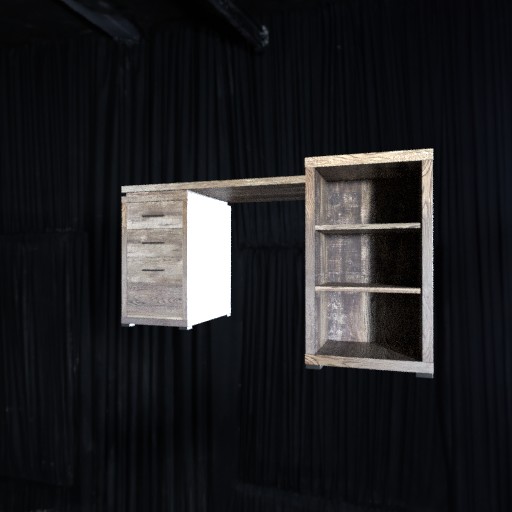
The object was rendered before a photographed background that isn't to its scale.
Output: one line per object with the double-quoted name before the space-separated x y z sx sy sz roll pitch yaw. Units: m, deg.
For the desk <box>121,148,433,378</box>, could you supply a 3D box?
"desk" 0.000 0.000 2.152 1.524 0.753 1.200 0 0 18
